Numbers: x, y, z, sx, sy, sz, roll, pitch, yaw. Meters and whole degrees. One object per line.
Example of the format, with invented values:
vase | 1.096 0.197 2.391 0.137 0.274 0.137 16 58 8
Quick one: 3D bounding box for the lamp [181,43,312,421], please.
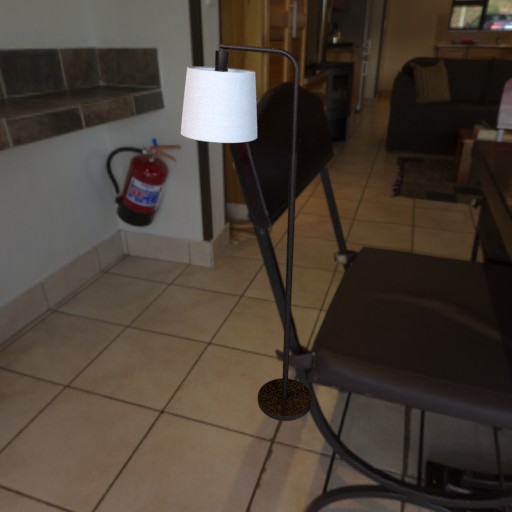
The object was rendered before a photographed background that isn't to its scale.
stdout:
lamp | 0.000 0.000 1.711 0.508 1.478 0.254 0 26 0
